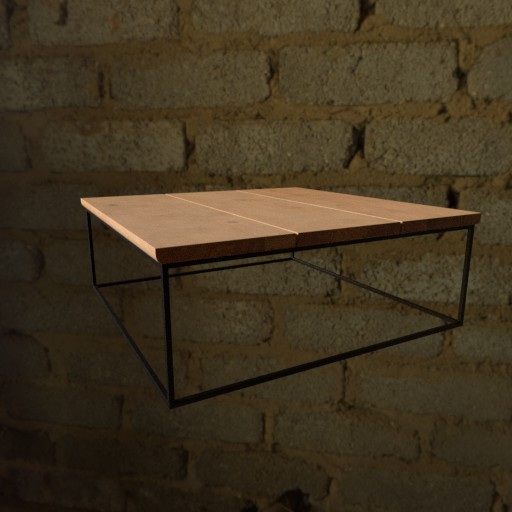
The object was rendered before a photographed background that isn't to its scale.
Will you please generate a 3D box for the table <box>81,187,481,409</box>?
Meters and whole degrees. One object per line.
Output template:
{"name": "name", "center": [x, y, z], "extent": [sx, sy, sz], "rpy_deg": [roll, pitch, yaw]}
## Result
{"name": "table", "center": [0.000, 0.000, 1.726], "extent": [1.100, 0.400, 1.100], "rpy_deg": [-7, 16, -28]}
